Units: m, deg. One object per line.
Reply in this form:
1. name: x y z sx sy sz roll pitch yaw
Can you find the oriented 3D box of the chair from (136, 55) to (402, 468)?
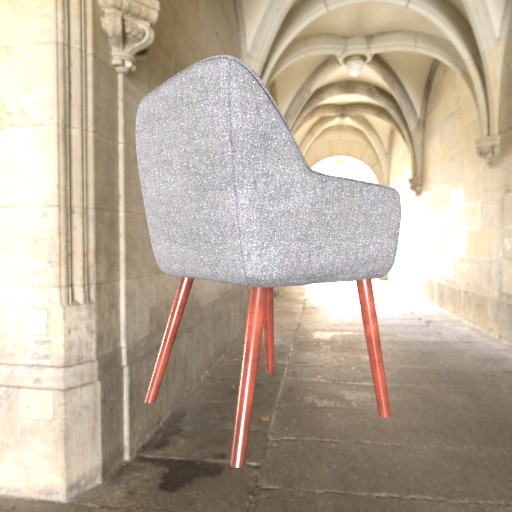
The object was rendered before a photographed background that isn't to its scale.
1. chair: 0.000 0.000 1.155 0.519 0.803 0.543 -1 2 -37
